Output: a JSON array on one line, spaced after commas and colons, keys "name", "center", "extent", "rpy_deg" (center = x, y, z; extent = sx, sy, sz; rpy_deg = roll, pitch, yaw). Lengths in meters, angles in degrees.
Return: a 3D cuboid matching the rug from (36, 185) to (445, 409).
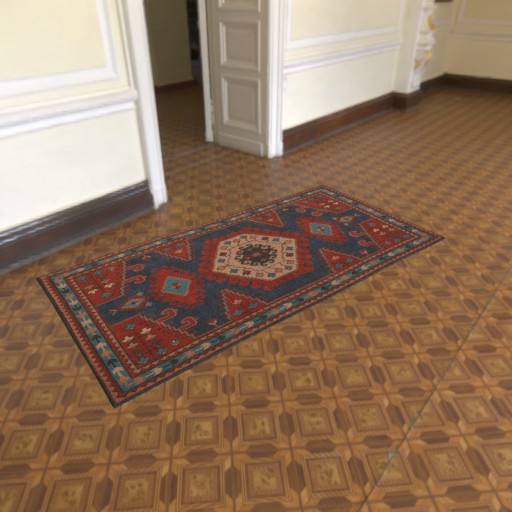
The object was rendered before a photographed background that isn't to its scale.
[{"name": "rug", "center": [0.000, 0.000, 3.620], "extent": [3.032, 0.034, 1.522], "rpy_deg": [-22, 38, -31]}]
